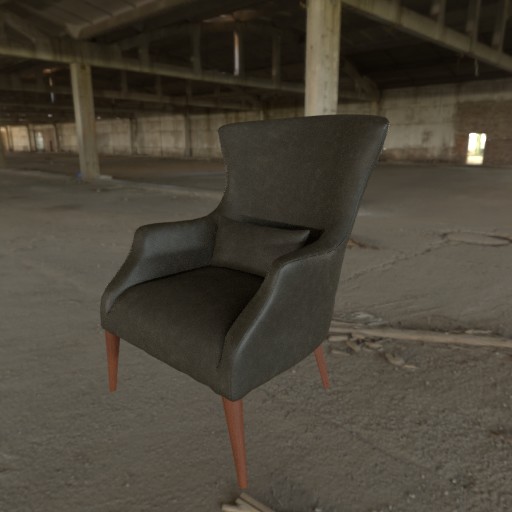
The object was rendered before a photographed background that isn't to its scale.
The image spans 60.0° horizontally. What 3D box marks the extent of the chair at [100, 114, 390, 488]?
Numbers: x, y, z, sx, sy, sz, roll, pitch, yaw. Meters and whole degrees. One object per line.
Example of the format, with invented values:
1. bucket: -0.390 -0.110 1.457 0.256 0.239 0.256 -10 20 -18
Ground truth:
1. chair: 0.000 0.000 1.697 0.819 1.068 0.954 13 20 42
